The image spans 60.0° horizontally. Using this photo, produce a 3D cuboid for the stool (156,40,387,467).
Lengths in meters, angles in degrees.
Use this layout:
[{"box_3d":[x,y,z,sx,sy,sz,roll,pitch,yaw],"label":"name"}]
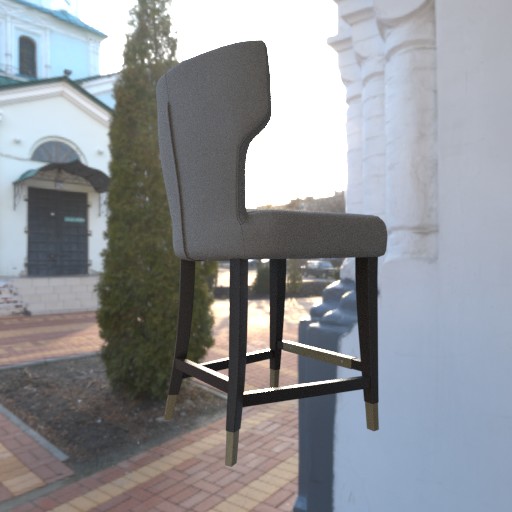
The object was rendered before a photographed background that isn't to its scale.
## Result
[{"box_3d":[0.000,0.000,1.301,0.563,0.982,0.527,0,0,-35],"label":"stool"}]
